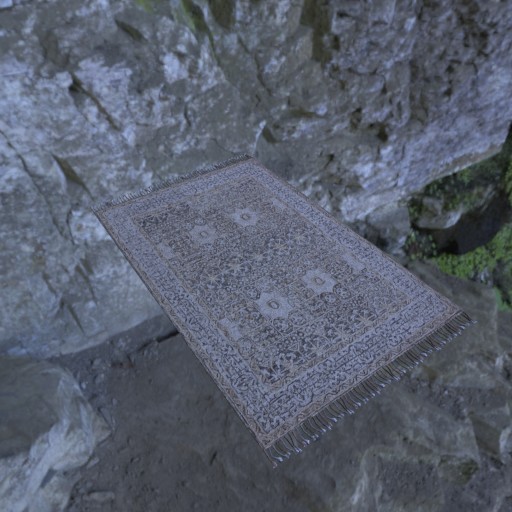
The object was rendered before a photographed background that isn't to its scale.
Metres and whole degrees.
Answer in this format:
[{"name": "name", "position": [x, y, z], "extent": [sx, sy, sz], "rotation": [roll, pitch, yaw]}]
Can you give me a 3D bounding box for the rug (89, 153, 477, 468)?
[{"name": "rug", "position": [0.000, 0.000, 2.518], "extent": [1.237, 0.010, 2.029], "rotation": [-25, 48, -25]}]
